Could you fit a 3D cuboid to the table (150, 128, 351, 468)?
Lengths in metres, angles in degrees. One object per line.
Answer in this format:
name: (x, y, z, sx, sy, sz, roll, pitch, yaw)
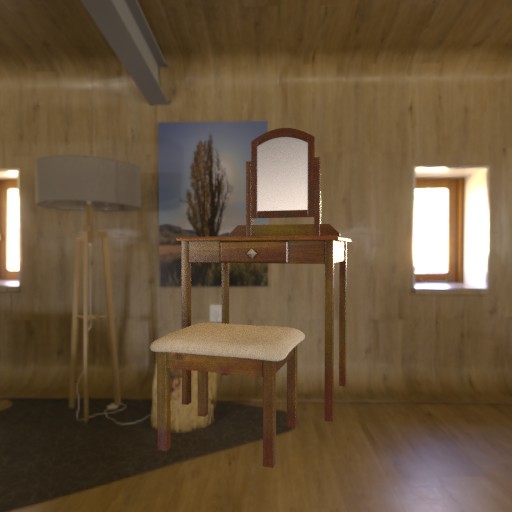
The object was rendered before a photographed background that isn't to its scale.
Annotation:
table: (0.000, 0.000, 2.342, 0.876, 1.631, 1.211, 0, 1, 18)
